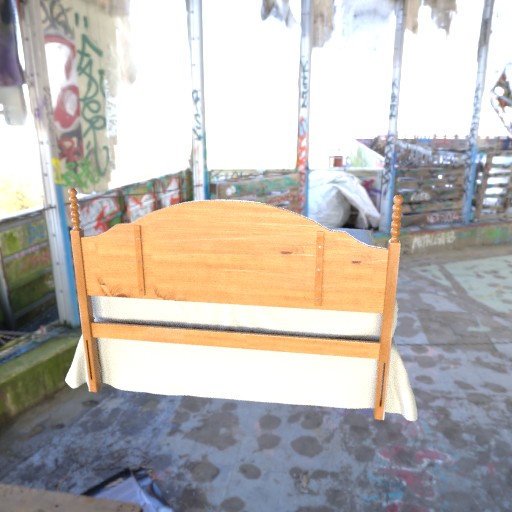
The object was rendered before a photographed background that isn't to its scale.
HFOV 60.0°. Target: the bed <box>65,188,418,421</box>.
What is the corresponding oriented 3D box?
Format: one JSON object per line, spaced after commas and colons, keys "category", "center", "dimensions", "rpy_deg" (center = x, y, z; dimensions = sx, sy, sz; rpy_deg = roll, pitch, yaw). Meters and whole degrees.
{"category": "bed", "center": [0.000, 0.000, 3.676], "dimensions": [2.322, 1.355, 2.219], "rpy_deg": [3, 16, 9]}
